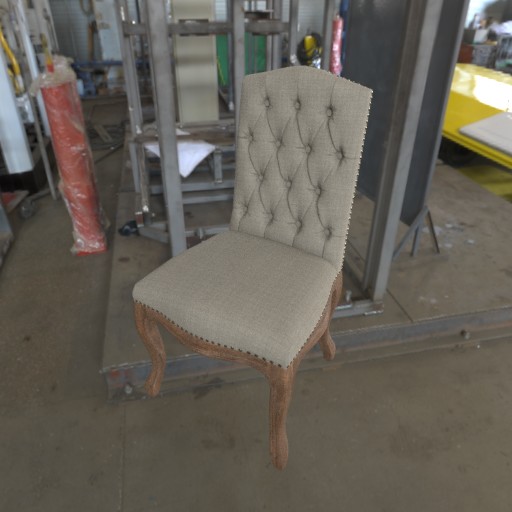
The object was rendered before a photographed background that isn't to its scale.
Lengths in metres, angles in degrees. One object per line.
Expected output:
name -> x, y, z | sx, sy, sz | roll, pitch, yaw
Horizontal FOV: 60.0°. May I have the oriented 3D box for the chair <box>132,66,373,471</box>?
chair -> 0.000, 0.000, 1.596 | 0.637, 1.191, 0.731 | 18, 36, 27
